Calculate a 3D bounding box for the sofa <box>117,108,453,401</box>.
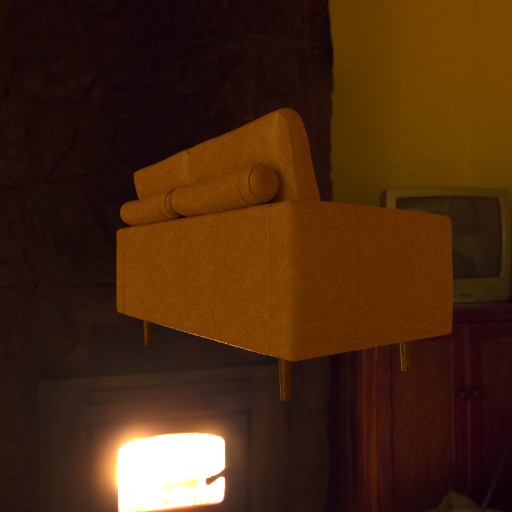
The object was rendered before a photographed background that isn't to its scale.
[{"bbox_3d":[0.000,0.000,1.983,0.868,0.898,1.430,0,-1,-36],"label":"sofa"}]
